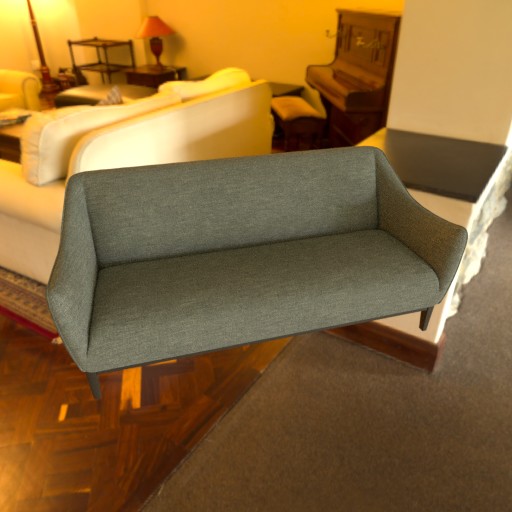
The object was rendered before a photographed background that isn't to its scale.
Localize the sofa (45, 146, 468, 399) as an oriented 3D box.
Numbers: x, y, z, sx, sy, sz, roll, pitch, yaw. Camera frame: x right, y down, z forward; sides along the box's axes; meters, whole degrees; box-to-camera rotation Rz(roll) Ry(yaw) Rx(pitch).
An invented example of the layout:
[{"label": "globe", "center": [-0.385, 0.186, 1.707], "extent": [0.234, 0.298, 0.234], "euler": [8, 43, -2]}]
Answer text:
[{"label": "sofa", "center": [0.000, 0.000, 2.347], "extent": [1.928, 0.829, 0.867], "euler": [-8, 32, -14]}]
